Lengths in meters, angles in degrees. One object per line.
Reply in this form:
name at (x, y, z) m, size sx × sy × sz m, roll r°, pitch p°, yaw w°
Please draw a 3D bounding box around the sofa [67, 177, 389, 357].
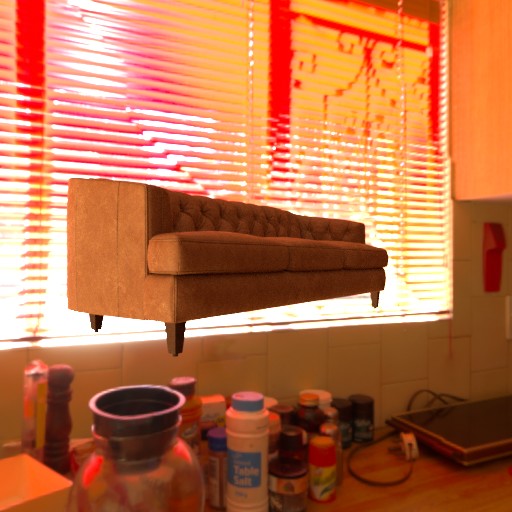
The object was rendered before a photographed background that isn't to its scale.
sofa at (0.000, 0.000, 2.756) m, size 0.922 × 0.791 × 2.257 m, roll 0°, pitch -1°, yaw 36°
